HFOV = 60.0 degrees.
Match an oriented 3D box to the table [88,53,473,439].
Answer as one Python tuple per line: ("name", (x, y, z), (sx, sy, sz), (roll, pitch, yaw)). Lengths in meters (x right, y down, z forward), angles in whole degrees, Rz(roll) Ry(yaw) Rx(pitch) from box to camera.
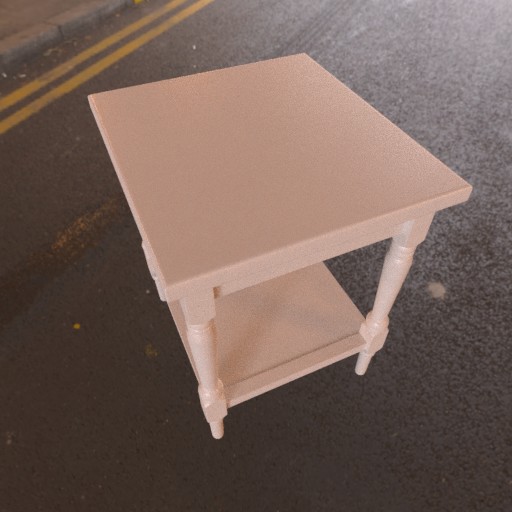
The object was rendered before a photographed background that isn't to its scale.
("table", (0.000, 0.000, 0.907), (0.442, 0.565, 0.488), (-18, 50, -16))
